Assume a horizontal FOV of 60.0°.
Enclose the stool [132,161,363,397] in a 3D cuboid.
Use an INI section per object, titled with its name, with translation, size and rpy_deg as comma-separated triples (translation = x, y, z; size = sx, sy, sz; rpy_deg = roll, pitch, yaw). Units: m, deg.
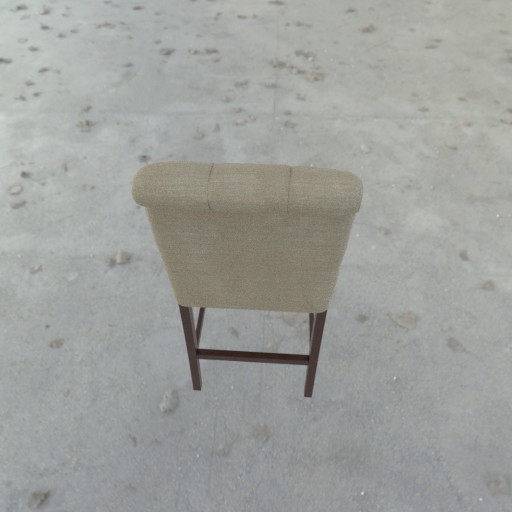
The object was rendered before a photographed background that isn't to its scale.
[stool]
translation = 0.000, 0.000, 1.461
size = 0.486, 1.084, 0.660
rpy_deg = 3, 47, 3
